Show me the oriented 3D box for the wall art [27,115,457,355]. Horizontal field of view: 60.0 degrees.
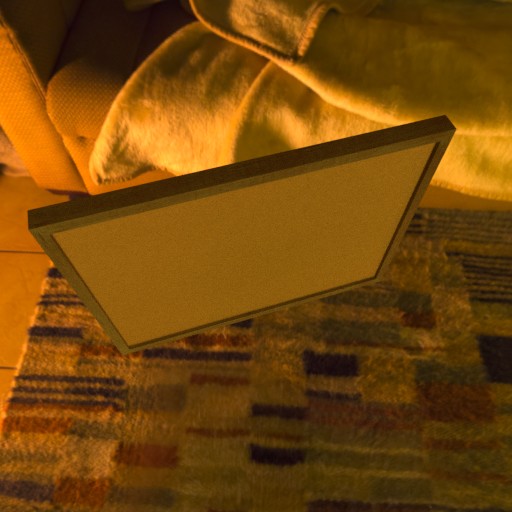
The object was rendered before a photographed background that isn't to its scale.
[{"bbox_3d":[0.000,0.000,1.755,1.320,1.009,0.070,-15,59,-9],"label":"wall art"}]
